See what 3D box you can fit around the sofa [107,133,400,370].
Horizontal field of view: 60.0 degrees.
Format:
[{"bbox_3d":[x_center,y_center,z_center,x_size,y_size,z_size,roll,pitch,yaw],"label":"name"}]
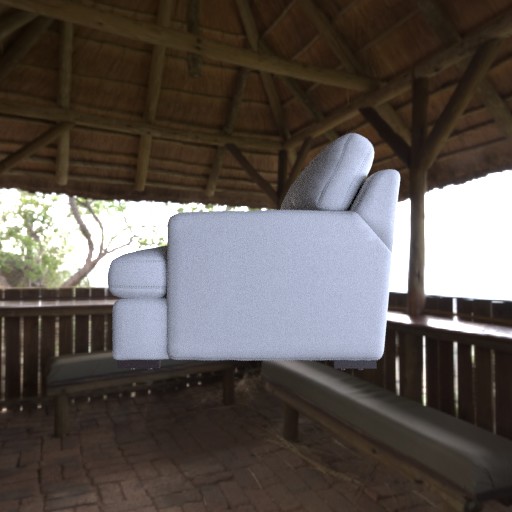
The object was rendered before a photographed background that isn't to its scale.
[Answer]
[{"bbox_3d":[0.000,0.000,2.770,1.143,0.940,2.261,0,-2,1],"label":"sofa"}]
